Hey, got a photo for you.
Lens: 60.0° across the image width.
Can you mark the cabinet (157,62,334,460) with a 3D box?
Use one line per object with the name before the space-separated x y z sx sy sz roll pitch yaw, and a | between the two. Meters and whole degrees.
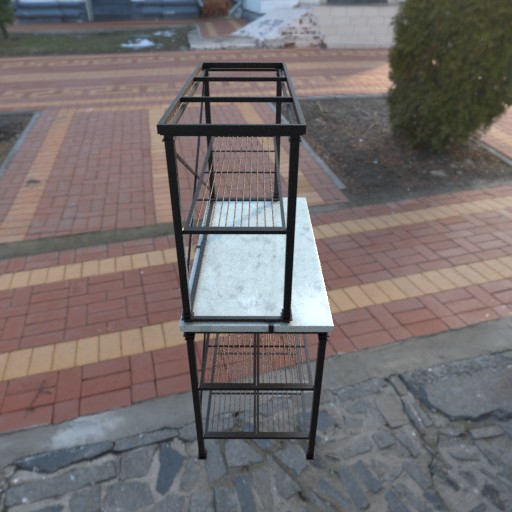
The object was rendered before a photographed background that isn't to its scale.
cabinet | 0.000 0.000 2.263 0.610 1.659 1.210 0 32 0
